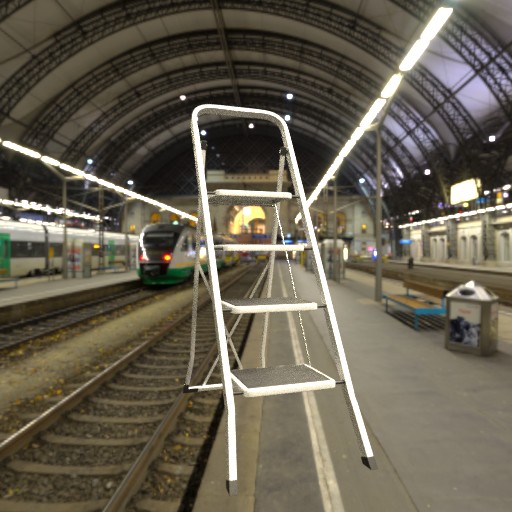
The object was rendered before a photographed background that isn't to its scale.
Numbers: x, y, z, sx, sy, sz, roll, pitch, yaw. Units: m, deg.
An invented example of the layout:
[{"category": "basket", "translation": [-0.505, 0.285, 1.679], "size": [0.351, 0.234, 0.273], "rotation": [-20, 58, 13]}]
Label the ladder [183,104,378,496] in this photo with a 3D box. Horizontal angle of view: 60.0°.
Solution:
[{"category": "ladder", "translation": [0.000, 0.000, 1.675], "size": [0.460, 1.265, 0.914], "rotation": [0, 1, -19]}]
